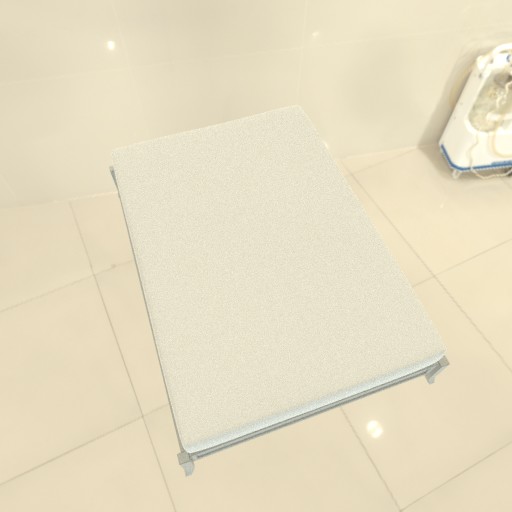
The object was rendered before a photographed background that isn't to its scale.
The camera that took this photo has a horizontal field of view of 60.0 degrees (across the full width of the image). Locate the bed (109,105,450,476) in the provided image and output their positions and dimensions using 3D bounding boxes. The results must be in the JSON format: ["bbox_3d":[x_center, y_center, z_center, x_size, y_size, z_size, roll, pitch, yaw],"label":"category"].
[{"bbox_3d":[0.000,0.000,2.684,1.460,0.510,1.985,-17,59,-10],"label":"bed"}]
